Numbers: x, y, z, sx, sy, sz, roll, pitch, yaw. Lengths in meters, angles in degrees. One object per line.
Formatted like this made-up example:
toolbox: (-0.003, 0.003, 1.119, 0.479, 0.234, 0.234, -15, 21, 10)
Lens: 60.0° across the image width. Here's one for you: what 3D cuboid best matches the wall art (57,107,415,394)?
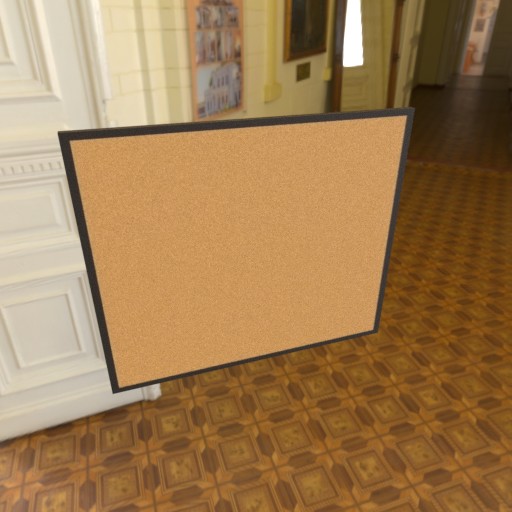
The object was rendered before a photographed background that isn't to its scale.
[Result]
wall art: (0.000, 0.000, 1.448, 1.033, 0.875, 0.023, -9, 30, -16)
